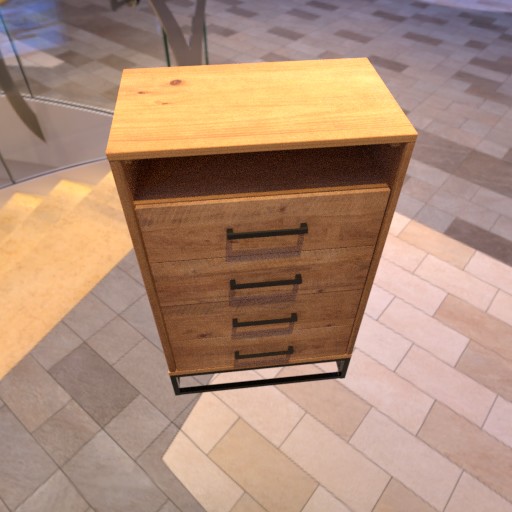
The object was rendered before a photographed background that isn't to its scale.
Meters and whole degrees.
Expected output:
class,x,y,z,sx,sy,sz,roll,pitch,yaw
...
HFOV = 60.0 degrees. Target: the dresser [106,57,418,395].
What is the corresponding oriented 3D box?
class,x,y,z,sx,sy,sz,roll,pitch,yaw
dresser,0.000,0.000,1.659,0.761,1.240,0.479,-5,47,-4
